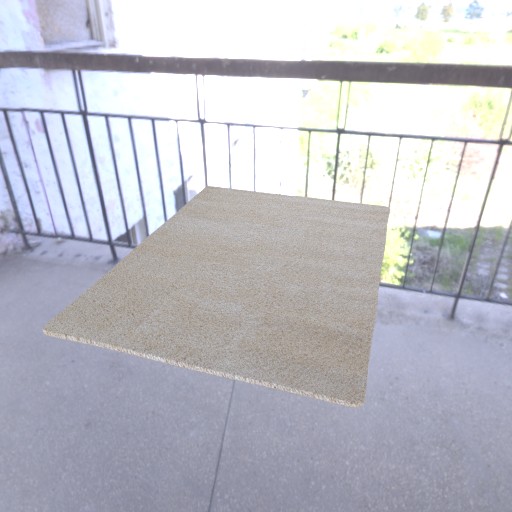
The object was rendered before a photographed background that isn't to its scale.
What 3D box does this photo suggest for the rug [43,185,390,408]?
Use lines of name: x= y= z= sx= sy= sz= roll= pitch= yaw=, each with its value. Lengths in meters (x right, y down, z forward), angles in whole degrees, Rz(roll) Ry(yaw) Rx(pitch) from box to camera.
rug: x=0.000 y=0.000 z=2.177 sx=1.199 sy=0.025 sz=1.600 roll=9 pitch=31 yaw=15
